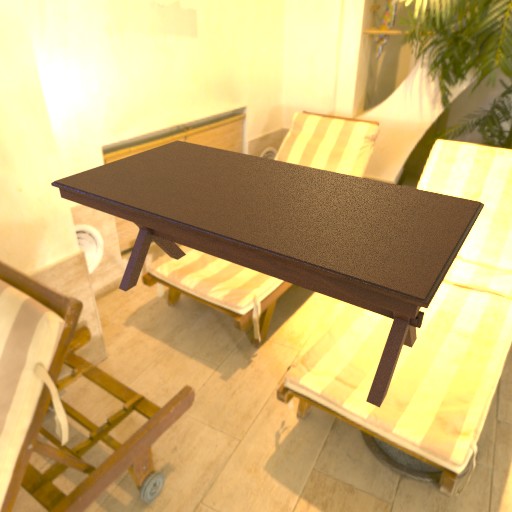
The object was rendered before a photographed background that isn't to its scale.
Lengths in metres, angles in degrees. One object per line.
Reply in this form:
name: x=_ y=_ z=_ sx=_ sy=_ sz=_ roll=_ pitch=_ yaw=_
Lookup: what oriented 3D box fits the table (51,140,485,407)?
table: x=0.000 y=0.000 z=1.469 sx=1.197 sy=0.459 sz=0.594 roll=18 pitch=35 yaw=29
